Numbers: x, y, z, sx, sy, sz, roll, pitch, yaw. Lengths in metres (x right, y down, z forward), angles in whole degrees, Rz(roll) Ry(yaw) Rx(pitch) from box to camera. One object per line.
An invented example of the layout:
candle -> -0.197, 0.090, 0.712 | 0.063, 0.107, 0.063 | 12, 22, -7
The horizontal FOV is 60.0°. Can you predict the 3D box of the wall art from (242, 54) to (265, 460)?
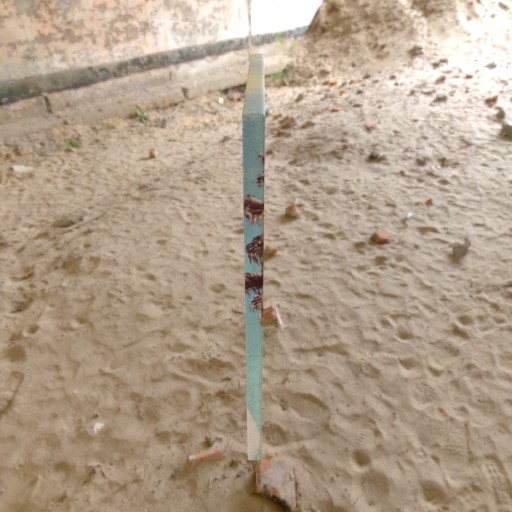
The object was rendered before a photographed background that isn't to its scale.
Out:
wall art -> 0.000, 0.000, 1.193 | 0.037, 0.915, 0.605 | 0, 33, 1
